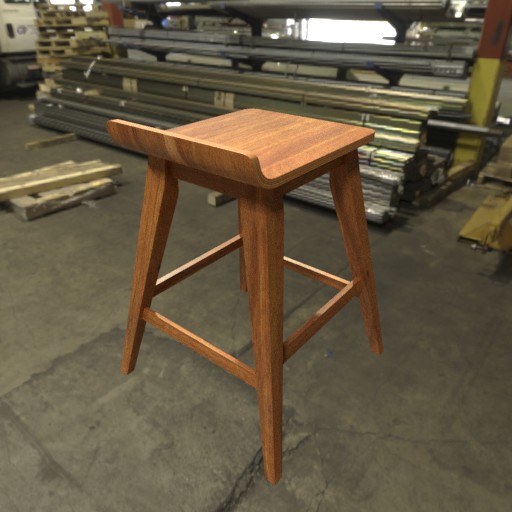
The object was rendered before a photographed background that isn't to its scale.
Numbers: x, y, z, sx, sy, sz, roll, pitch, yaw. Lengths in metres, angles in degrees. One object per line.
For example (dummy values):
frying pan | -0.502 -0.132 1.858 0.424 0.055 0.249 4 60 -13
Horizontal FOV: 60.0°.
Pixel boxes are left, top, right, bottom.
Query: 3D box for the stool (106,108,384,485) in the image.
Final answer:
stool | 0.000 0.000 1.024 0.500 0.650 0.500 22 37 33
